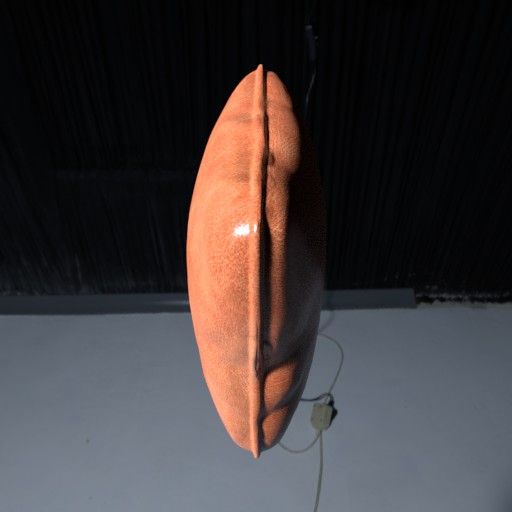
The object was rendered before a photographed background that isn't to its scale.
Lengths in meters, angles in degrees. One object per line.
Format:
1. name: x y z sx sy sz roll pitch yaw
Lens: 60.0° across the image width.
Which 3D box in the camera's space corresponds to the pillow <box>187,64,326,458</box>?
1. pillow: 0.000 0.000 0.801 0.236 0.523 0.532 1 41 1
